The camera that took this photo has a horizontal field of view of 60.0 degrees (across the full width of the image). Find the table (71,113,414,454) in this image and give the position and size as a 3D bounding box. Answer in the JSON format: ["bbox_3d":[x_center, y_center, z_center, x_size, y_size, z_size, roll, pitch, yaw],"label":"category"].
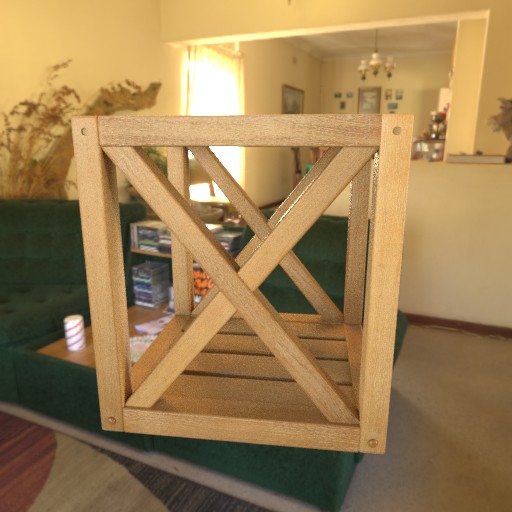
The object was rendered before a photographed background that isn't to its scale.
[{"bbox_3d":[0.000,0.000,1.047,0.559,0.610,0.558,2,15,7],"label":"table"}]
